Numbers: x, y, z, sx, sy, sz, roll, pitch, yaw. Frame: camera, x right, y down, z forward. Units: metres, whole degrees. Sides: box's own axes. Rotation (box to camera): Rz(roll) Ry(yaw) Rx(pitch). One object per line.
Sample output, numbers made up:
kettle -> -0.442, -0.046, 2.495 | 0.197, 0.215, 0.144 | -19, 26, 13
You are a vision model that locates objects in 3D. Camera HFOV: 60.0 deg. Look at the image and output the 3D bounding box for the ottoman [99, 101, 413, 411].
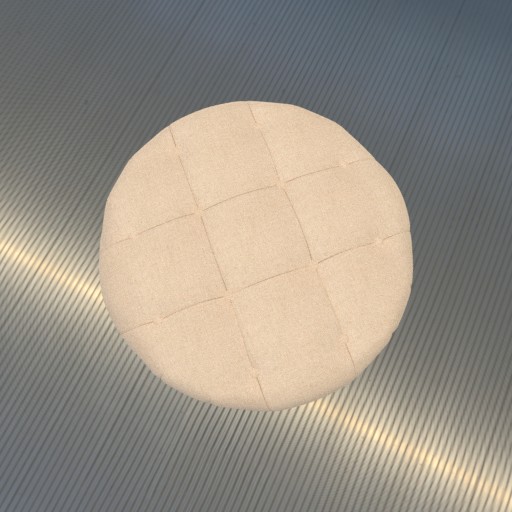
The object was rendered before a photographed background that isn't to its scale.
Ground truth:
ottoman -> 0.000, 0.000, 1.449 | 0.940, 0.483, 0.940 | 0, 76, 0
